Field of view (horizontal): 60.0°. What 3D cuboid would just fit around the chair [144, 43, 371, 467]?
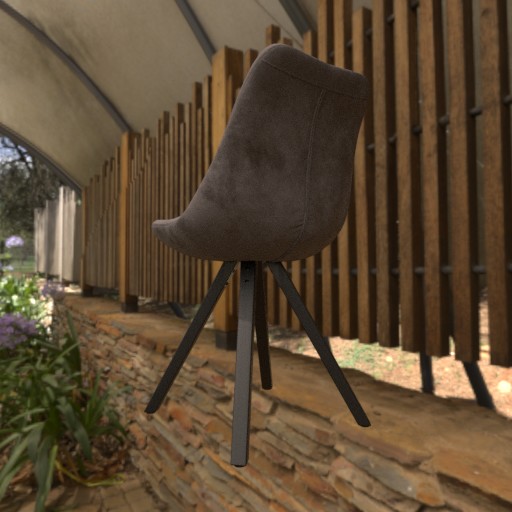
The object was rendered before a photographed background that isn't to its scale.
[{"bbox_3d":[0.000,0.000,1.170,0.485,0.850,0.550,1,-2,-36],"label":"chair"}]
